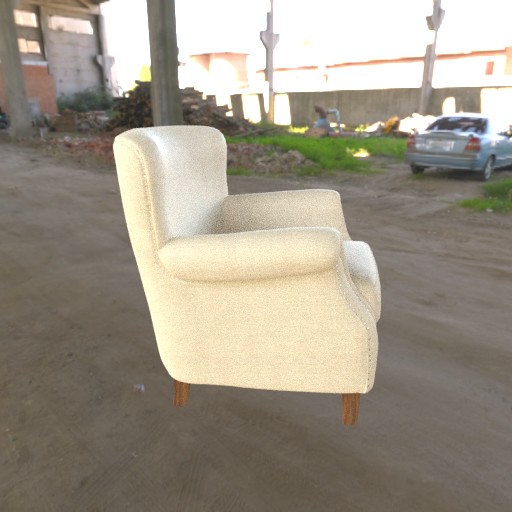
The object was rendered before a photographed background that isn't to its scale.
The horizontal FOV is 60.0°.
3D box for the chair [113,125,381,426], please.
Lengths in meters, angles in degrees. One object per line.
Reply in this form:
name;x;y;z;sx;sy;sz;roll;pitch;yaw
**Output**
chair;0.000;0.000;1.683;0.921;0.936;0.861;3;18;10
